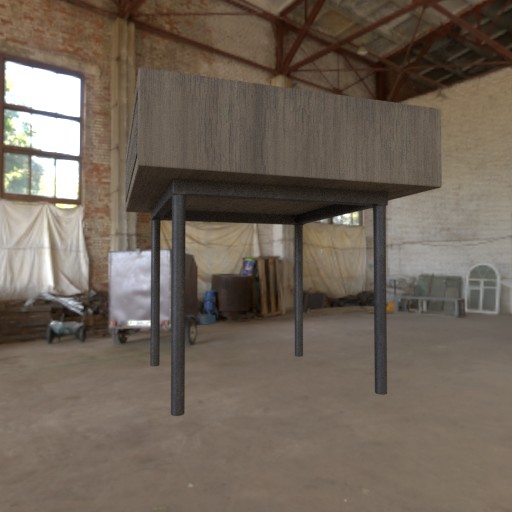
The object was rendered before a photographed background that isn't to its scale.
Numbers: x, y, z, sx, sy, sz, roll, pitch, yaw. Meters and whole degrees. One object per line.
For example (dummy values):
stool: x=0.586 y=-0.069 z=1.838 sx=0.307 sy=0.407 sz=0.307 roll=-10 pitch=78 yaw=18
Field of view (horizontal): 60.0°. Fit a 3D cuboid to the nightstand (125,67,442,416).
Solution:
nightstand: x=0.000 y=0.000 z=0.910 sx=0.503 sy=0.497 sz=0.502 roll=1 pitch=-2 yaw=-18
